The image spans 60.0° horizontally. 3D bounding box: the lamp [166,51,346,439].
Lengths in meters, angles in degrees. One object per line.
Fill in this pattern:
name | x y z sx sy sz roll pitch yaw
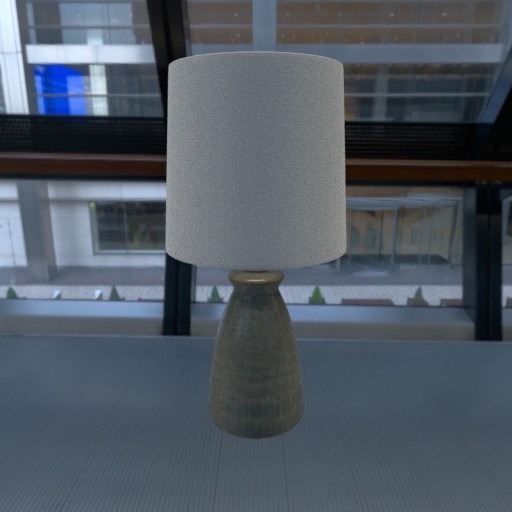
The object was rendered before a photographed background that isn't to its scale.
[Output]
lamp | 0.000 0.000 0.469 0.186 0.369 0.186 0 14 0
